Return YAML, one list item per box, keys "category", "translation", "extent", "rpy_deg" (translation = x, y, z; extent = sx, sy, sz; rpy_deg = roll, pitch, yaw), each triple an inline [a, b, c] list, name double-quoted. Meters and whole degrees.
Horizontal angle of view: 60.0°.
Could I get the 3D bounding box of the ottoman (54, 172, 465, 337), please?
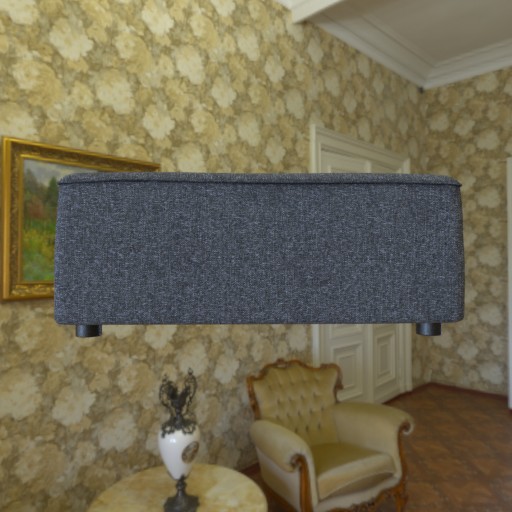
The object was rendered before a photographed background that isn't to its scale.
- category: "ottoman"
  translation: [0.000, 0.000, 1.563]
  extent: [1.021, 0.423, 1.017]
  rpy_deg: [0, -1, -1]
